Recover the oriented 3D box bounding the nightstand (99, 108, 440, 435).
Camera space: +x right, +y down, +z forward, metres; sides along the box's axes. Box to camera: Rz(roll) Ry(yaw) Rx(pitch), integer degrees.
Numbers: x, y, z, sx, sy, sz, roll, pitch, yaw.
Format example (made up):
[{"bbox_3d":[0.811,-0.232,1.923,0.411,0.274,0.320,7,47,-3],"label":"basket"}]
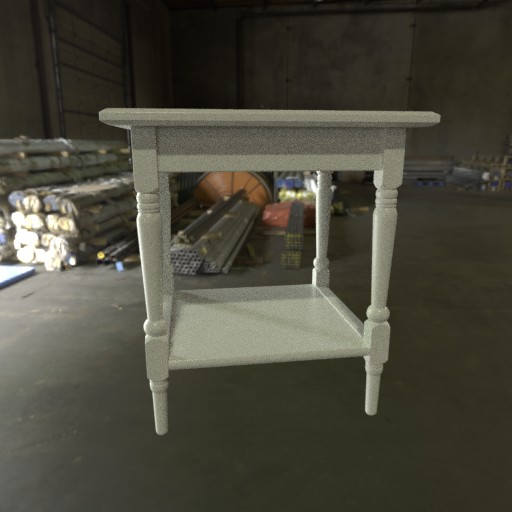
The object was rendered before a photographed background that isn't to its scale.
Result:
[{"bbox_3d":[0.000,0.000,0.931,0.505,0.555,0.459,-2,14,-8],"label":"nightstand"}]
